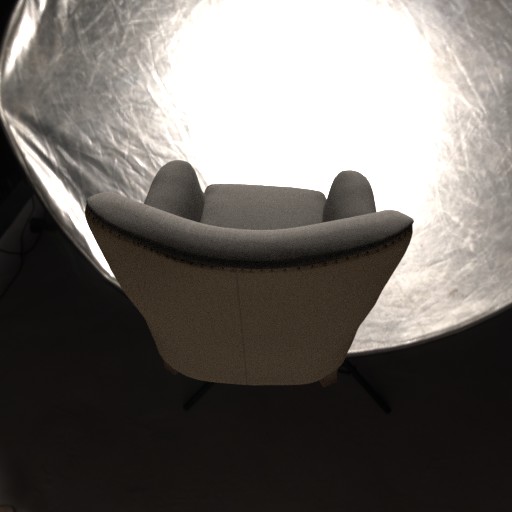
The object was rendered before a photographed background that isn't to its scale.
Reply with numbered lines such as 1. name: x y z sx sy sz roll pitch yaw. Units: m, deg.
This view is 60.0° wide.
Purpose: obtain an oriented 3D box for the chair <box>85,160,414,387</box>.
1. chair: 0.000 0.000 1.624 0.861 0.936 0.921 4 46 4
